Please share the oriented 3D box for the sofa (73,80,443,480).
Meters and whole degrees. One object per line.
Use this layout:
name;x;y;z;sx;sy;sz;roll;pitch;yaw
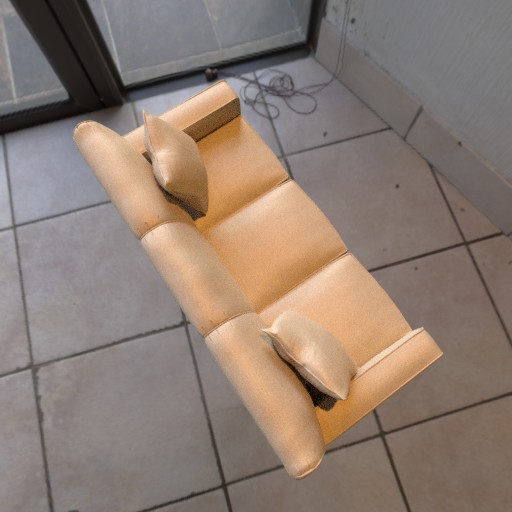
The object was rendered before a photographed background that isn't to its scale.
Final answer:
sofa;0.000;0.000;2.540;0.997;0.958;2.024;-34;76;-9
